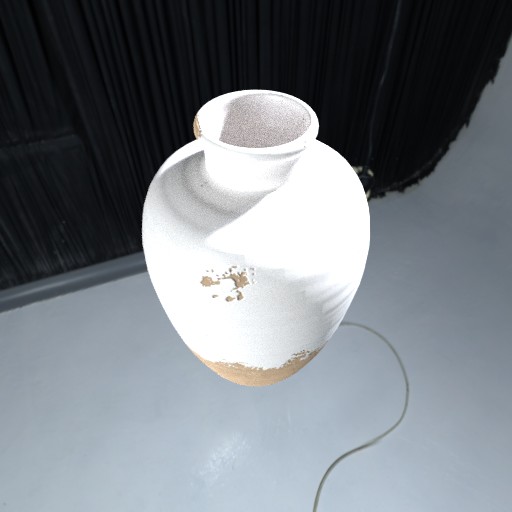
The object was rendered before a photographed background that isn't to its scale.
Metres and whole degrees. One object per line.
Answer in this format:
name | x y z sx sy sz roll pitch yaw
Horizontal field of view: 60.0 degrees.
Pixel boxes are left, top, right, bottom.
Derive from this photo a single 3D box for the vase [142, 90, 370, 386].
vase | 0.000 0.000 0.334 0.158 0.228 0.158 0 46 0
